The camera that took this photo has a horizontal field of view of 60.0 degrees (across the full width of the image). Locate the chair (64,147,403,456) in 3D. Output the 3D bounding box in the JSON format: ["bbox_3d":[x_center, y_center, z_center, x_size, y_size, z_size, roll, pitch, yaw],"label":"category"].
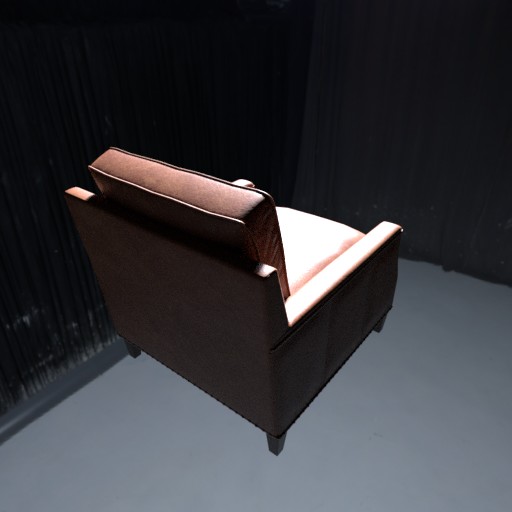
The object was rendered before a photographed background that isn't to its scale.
[{"bbox_3d":[0.000,0.000,1.756,0.853,0.943,1.014,22,37,32],"label":"chair"}]
